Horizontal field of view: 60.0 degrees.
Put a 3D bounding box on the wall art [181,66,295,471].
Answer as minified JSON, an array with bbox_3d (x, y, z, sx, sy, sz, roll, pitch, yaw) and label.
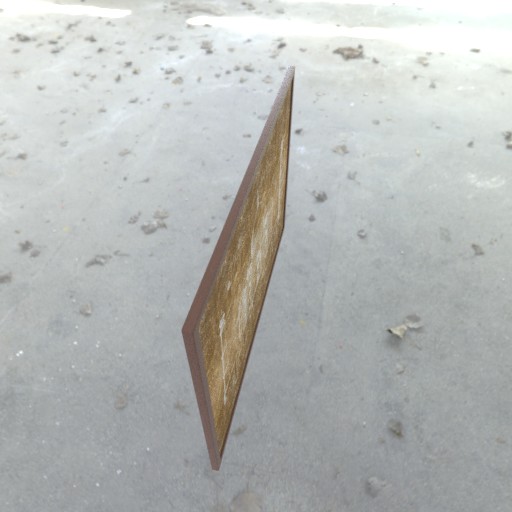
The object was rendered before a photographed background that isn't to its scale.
[{"bbox_3d":[0.000,0.000,0.859,0.014,0.455,0.660,10,48,9],"label":"wall art"}]
